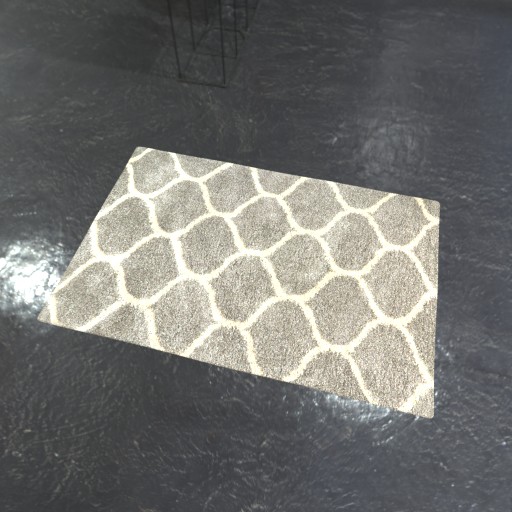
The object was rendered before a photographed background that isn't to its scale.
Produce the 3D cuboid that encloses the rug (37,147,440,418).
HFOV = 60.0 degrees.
[{"bbox_3d":[0.000,0.000,3.389,2.701,0.026,1.801,12,57,8],"label":"rug"}]
